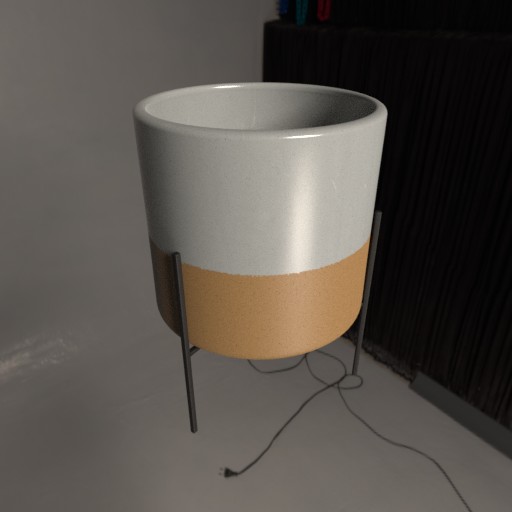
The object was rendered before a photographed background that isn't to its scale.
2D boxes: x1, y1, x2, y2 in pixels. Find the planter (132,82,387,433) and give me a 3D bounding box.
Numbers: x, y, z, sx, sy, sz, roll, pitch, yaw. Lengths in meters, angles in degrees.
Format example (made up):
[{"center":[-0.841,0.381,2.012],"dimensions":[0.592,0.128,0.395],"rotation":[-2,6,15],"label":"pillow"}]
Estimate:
[{"center":[0.000,0.000,0.643],"dimensions":[0.310,0.432,0.310],"rotation":[-22,36,-33],"label":"planter"}]
